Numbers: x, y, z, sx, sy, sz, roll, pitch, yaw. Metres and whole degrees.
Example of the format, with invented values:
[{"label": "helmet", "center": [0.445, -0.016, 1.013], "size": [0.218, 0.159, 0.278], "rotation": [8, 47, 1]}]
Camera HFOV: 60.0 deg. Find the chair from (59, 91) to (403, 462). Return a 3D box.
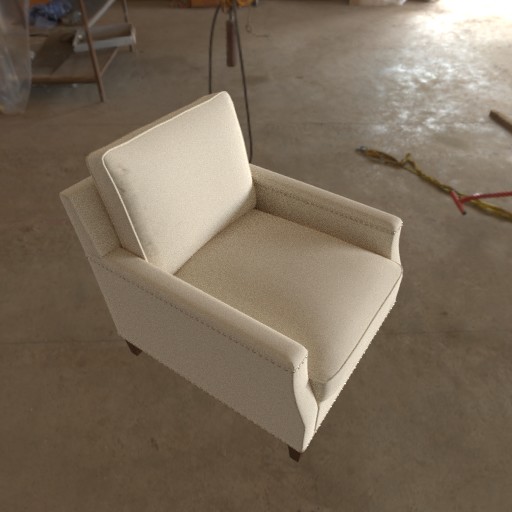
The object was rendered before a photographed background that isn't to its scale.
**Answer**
[{"label": "chair", "center": [0.000, 0.000, 1.723], "size": [1.014, 0.943, 0.853], "rotation": [24, 47, 25]}]
